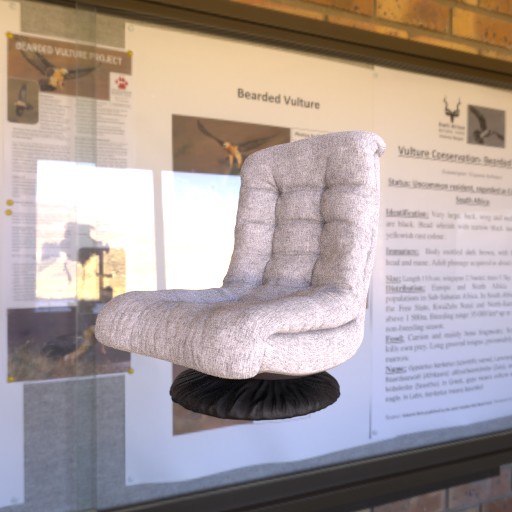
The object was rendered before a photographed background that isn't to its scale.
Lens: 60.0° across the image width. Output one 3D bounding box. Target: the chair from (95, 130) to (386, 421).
[{"bbox_3d":[0.000,0.000,0.966,0.400,0.600,0.583,1,1,37],"label":"chair"}]
